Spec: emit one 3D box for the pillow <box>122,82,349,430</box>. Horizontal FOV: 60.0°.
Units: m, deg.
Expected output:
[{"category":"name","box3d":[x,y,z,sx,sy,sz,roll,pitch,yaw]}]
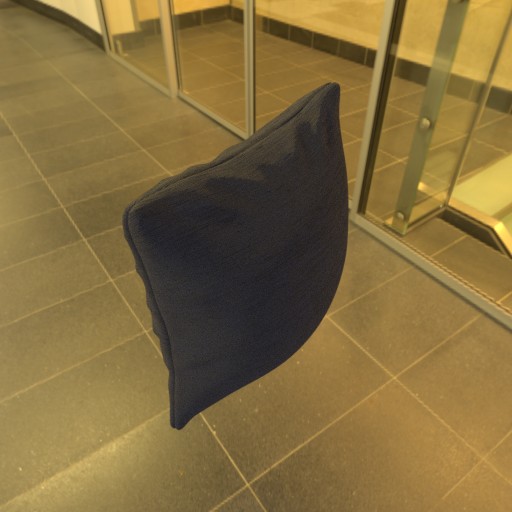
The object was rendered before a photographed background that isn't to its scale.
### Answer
[{"category":"pillow","box3d":[0.000,0.000,0.681,0.246,0.414,0.432,25,46,26]}]
